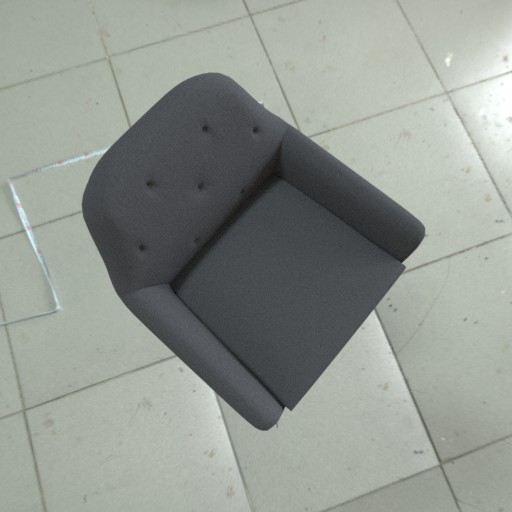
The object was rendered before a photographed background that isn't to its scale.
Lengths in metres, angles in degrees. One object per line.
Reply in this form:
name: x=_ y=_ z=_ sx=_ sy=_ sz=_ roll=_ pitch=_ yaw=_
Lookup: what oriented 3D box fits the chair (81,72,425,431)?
chair: x=0.000 y=0.000 z=1.418 sx=0.779 sy=0.800 sz=0.770 roll=40 pitch=79 yaw=9
